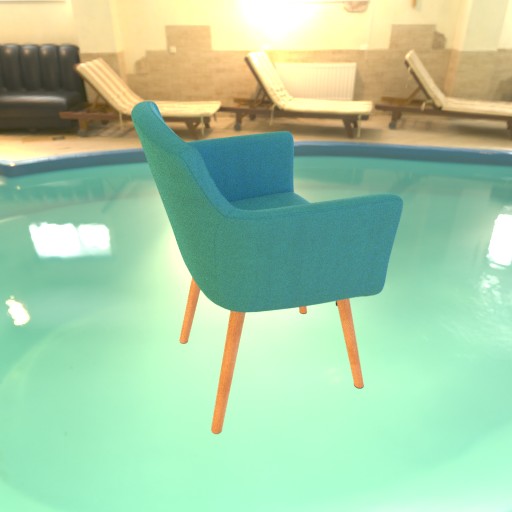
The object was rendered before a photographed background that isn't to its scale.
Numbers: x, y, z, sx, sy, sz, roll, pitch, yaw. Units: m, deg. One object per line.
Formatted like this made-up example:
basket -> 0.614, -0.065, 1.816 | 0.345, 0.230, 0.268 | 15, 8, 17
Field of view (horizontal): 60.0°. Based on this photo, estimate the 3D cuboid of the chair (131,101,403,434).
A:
chair -> 0.000, 0.000, 1.187 | 0.540, 0.780, 0.570 | -11, 32, -18
